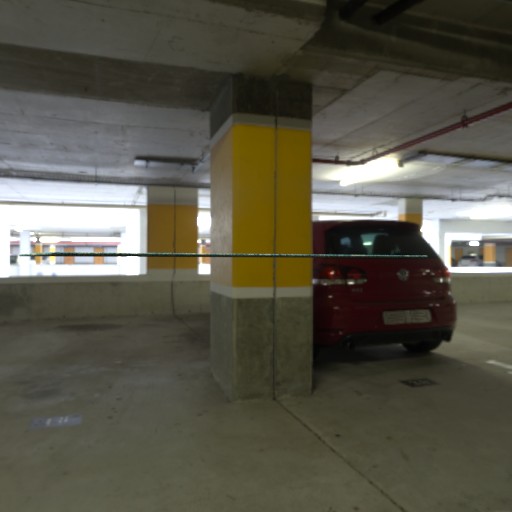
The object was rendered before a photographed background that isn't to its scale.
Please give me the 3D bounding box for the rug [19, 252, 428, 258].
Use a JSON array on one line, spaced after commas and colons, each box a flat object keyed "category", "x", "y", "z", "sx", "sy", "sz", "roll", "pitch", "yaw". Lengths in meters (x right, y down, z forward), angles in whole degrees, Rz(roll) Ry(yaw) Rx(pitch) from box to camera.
[{"category": "rug", "x": 0.000, "y": 0.000, "z": 2.668, "sx": 2.435, "sy": 0.011, "sz": 0.750, "roll": 0, "pitch": -1, "yaw": -36}]
